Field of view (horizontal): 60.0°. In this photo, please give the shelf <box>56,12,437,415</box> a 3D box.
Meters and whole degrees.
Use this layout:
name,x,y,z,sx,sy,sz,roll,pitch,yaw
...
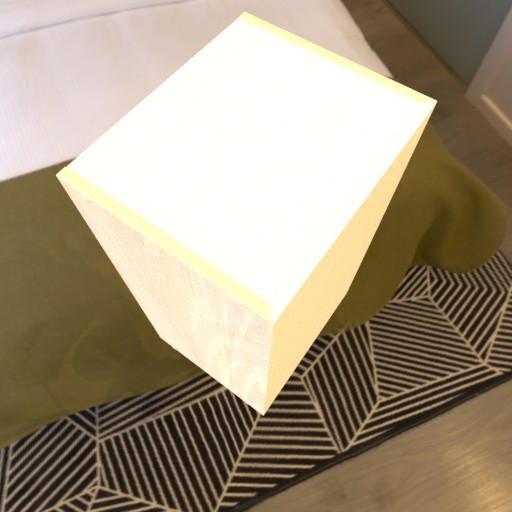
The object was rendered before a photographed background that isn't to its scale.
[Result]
name,x,y,z,sx,sy,sz,roll,pitch,yaw
shelf,0.000,0.000,0.776,0.290,0.600,0.350,33,67,16
